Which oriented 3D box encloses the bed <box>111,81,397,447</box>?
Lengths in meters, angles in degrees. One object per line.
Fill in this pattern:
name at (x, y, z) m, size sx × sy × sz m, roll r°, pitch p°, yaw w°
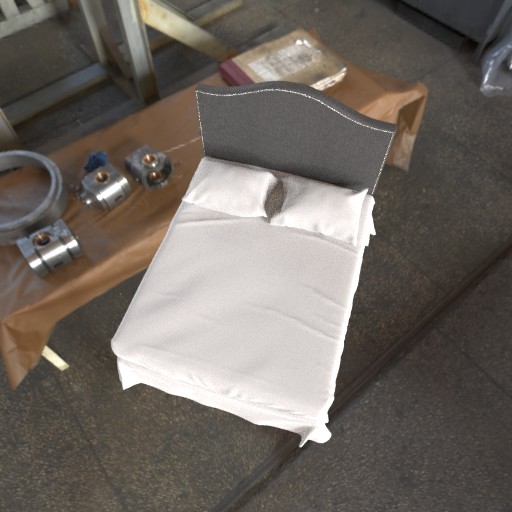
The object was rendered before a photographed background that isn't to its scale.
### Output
bed at (0.000, 0.000, 3.428) m, size 1.876 × 1.645 × 2.221 m, roll 15°, pitch 60°, yaw 9°
